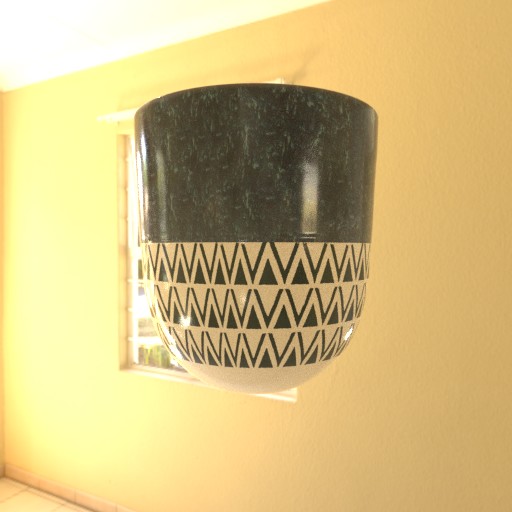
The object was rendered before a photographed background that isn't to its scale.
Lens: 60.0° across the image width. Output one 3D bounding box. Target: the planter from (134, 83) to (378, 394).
[{"bbox_3d":[0.000,0.000,0.367,0.195,0.214,0.195,0,1,0],"label":"planter"}]
